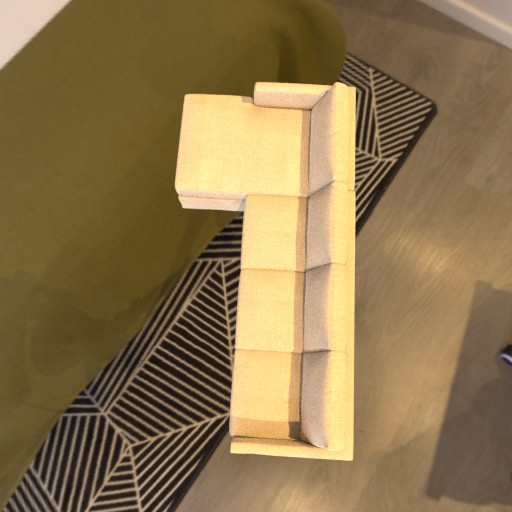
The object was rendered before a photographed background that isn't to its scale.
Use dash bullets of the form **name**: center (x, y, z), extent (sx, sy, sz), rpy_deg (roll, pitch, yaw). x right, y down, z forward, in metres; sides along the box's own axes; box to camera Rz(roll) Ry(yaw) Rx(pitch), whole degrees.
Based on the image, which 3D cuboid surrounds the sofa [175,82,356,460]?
- **sofa**: center (0.000, 0.000, 3.951), extent (1.650, 0.922, 3.205), rpy_deg (3, 77, 1)
